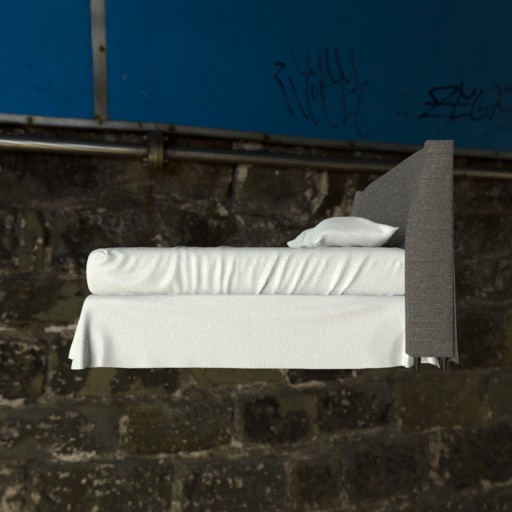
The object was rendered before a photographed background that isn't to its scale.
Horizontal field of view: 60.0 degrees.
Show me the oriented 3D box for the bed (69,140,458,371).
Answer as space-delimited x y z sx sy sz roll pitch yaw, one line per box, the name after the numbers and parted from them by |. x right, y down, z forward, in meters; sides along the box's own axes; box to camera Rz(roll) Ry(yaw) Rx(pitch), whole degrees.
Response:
0.000 0.000 3.438 2.276 1.332 1.925 0 -1 0 | bed
